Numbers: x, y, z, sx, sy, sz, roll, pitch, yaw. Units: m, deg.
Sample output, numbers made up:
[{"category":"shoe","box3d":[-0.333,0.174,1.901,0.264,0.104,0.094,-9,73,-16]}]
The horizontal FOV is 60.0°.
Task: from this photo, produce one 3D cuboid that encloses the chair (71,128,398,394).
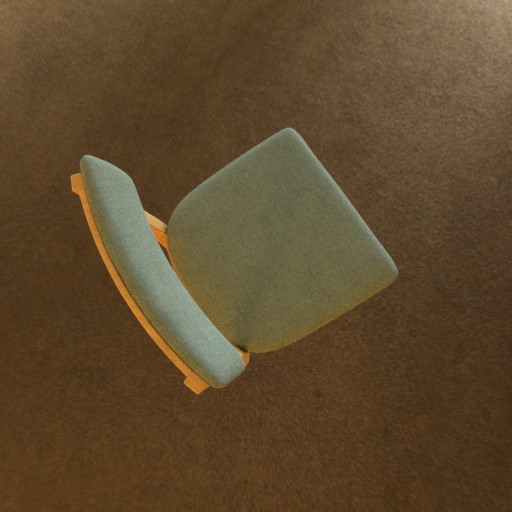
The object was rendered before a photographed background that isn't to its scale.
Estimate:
[{"category":"chair","box3d":[0.000,0.000,1.178,0.572,0.832,0.508,-32,78,-8]}]
